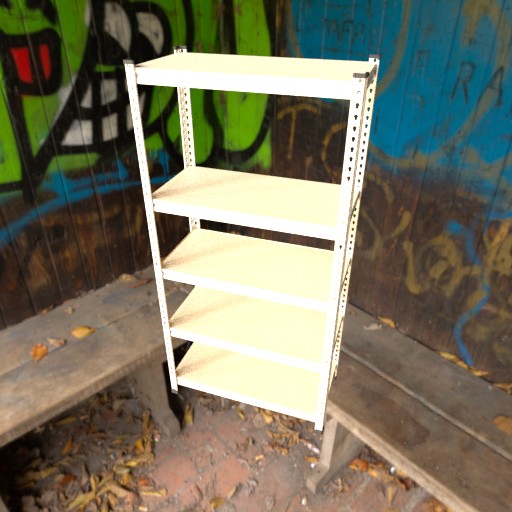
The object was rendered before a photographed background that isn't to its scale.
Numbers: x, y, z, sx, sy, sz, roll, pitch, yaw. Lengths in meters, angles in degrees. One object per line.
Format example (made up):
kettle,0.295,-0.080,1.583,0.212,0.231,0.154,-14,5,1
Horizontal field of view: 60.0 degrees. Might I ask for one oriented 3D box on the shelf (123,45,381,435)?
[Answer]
shelf,0.000,0.000,2.214,0.914,1.829,0.457,10,33,16
